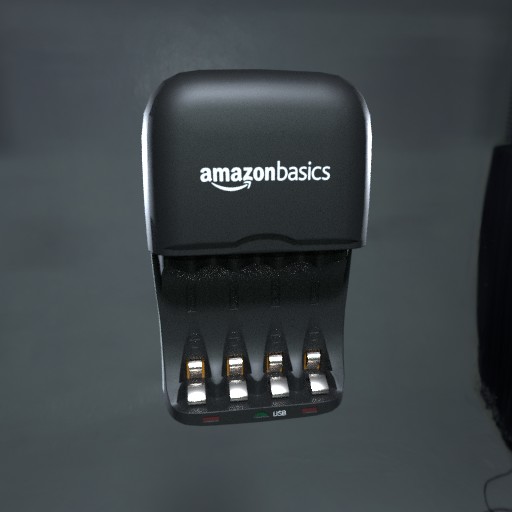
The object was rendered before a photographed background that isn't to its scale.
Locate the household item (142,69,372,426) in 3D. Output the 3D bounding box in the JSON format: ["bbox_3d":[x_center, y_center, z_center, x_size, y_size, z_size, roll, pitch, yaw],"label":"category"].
[{"bbox_3d":[0.000,0.000,0.146,0.070,0.114,0.038,-2,16,-8],"label":"household item"}]
